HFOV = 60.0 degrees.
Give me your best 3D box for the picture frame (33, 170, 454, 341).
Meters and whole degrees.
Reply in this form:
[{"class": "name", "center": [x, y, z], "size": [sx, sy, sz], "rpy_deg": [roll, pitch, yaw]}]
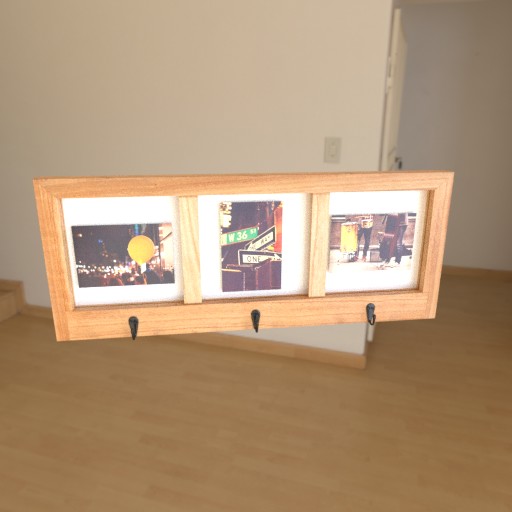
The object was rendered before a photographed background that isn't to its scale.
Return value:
[{"class": "picture frame", "center": [0.000, 0.000, 0.646], "size": [0.582, 0.234, 0.045], "rpy_deg": [-2, 18, -7]}]
